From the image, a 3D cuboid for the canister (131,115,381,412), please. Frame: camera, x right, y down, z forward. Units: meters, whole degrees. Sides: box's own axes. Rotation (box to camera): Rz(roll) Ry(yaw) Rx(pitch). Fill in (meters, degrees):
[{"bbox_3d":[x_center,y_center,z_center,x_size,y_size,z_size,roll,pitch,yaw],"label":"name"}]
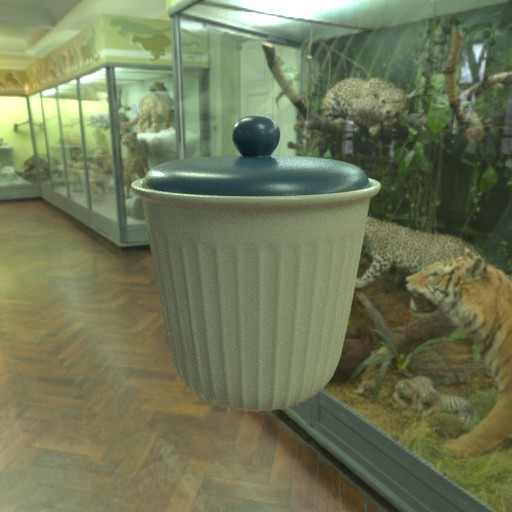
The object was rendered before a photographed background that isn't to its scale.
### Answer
[{"bbox_3d":[0.000,0.000,0.348,0.181,0.211,0.181,0,16,0],"label":"canister"}]
